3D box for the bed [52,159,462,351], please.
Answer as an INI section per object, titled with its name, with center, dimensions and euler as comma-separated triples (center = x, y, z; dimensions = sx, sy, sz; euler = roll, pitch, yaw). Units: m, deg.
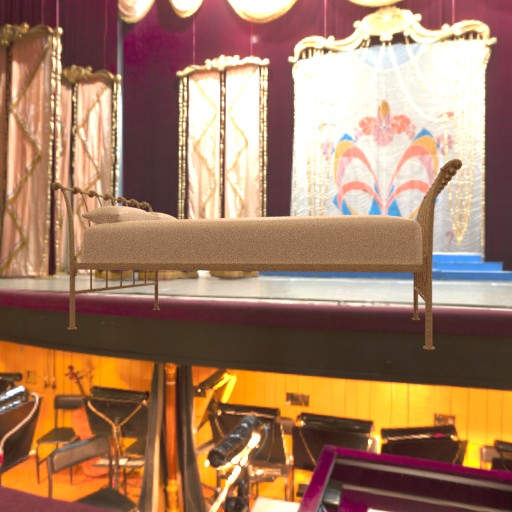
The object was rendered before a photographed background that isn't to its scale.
[bed]
center = 0.000, 0.000, 2.779
dimensions = 2.228, 0.873, 1.032
euler = 0, 0, 17
